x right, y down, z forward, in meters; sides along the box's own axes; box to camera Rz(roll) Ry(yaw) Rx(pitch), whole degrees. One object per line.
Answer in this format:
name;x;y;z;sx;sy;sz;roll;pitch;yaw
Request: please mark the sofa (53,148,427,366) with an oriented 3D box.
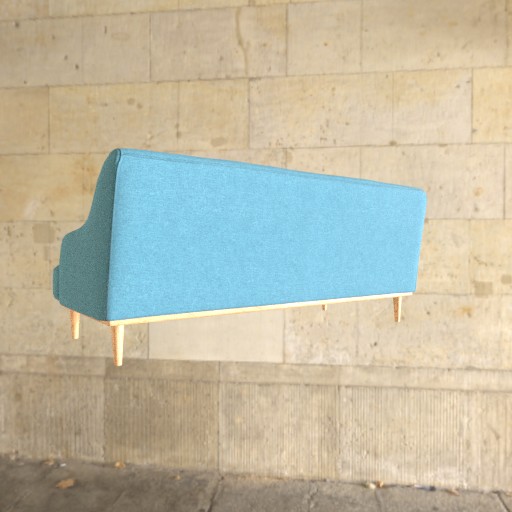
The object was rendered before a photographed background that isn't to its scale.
sofa;0.000;0.000;2.607;2.057;0.871;0.978;-1;1;-36
